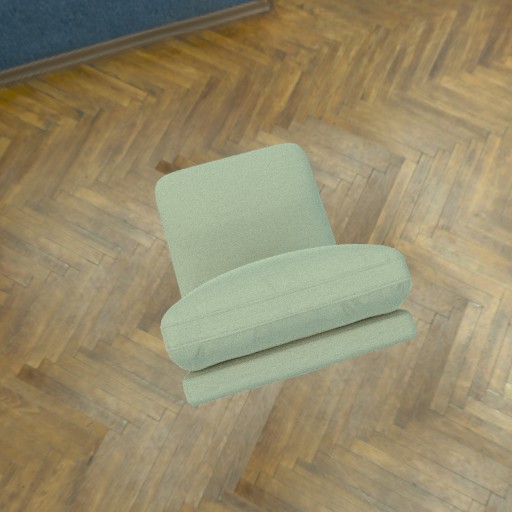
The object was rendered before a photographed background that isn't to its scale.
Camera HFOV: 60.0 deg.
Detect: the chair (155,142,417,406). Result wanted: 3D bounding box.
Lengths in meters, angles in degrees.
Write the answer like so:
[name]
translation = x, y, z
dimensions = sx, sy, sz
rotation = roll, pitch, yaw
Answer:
[chair]
translation = 0.000, 0.000, 1.322
dimensions = 0.503, 0.927, 0.698
rotation = -16, 76, -4
